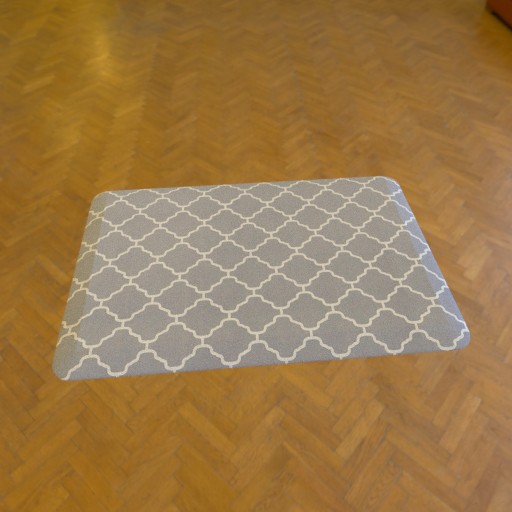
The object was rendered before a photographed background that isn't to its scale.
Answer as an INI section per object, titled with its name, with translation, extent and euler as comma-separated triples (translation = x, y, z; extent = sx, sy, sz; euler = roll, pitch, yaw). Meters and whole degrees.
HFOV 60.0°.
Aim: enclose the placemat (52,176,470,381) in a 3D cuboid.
[placemat]
translation = 0.000, 0.000, 0.947
extent = 0.762, 0.021, 0.508
euler = -4, 48, -3
